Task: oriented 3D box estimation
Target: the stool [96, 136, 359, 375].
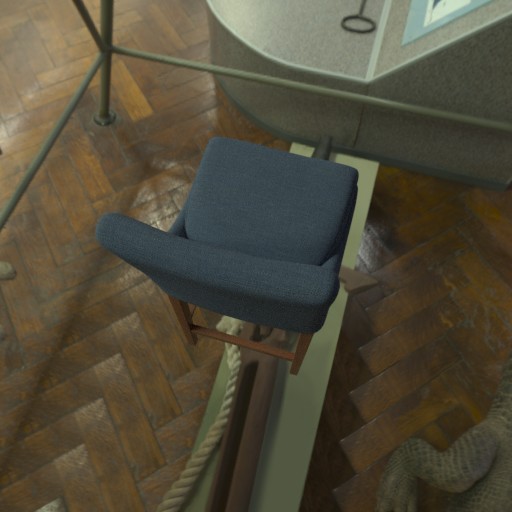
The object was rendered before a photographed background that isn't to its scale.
[{"bbox_3d":[0.000,0.000,1.251,0.470,0.981,0.577,15,65,7],"label":"stool"}]
